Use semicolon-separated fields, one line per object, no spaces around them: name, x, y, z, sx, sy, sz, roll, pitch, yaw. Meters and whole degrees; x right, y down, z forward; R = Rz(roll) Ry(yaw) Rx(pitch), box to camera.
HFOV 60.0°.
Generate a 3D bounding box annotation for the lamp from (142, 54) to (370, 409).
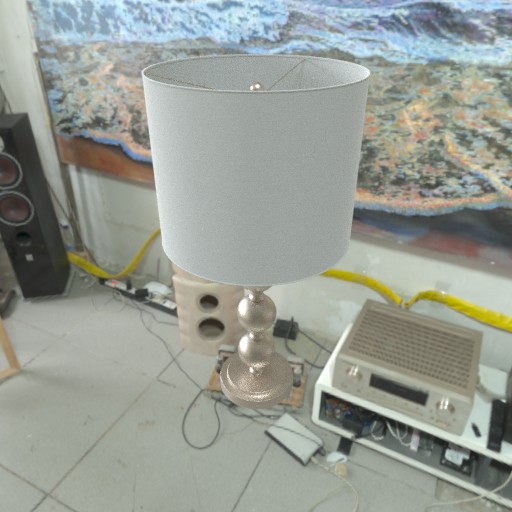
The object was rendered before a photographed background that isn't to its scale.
lamp;0.000;0.000;0.684;0.277;0.538;0.277;-1;31;-2
